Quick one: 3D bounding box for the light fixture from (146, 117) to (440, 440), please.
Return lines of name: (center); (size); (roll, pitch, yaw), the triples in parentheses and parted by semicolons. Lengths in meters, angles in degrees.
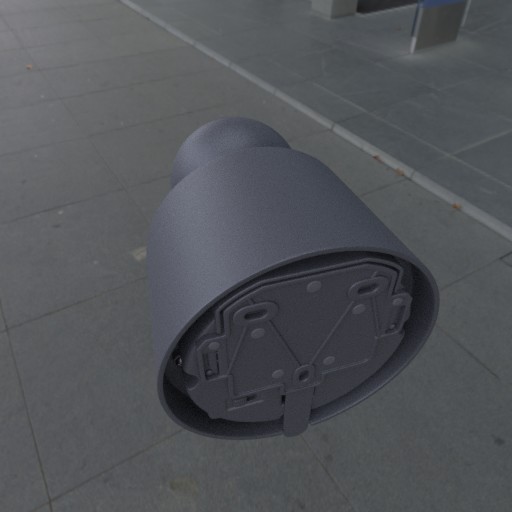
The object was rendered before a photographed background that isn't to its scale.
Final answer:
light fixture: (0.000, 0.000, 0.262); (0.134, 0.143, 0.160); (-11, 43, -12)
